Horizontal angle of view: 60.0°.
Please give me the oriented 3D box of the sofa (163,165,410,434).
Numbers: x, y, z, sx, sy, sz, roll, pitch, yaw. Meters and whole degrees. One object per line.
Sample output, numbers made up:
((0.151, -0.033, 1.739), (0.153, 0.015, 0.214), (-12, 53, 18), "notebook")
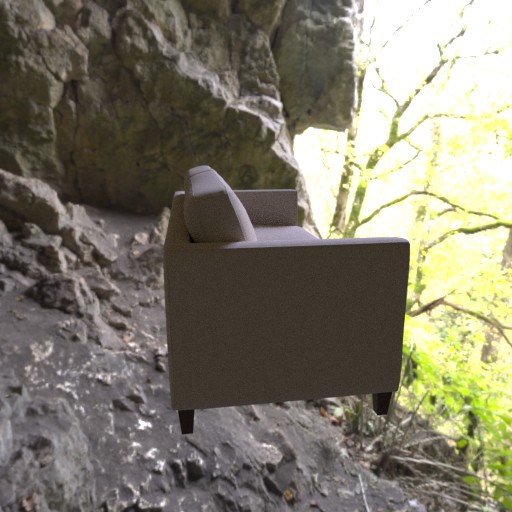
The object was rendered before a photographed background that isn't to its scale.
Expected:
((0.000, 0.000, 2.324), (0.873, 0.888, 1.722), (-2, 15, -9), "sofa")
